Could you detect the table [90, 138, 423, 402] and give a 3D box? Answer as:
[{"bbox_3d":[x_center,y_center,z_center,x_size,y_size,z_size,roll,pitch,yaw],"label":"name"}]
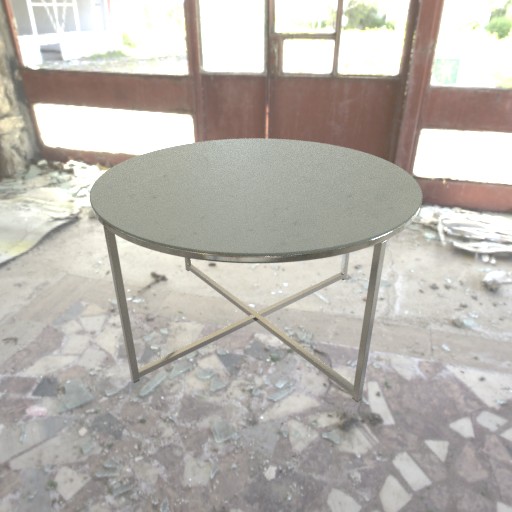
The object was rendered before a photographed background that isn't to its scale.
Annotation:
[{"bbox_3d":[0.000,0.000,1.229,0.800,0.450,0.800,0,29,0],"label":"table"}]
